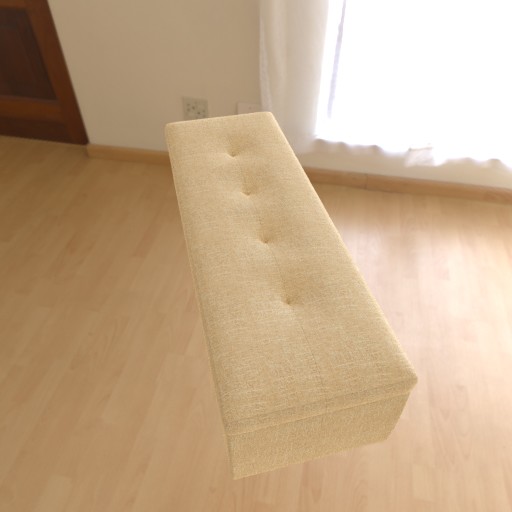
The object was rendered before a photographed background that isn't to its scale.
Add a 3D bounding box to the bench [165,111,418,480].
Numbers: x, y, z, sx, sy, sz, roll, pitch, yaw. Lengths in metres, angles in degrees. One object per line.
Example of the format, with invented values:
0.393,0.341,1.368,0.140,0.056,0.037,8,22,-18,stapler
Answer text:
0.000,0.000,1.440,0.432,0.406,1.219,-10,46,-10,bench
